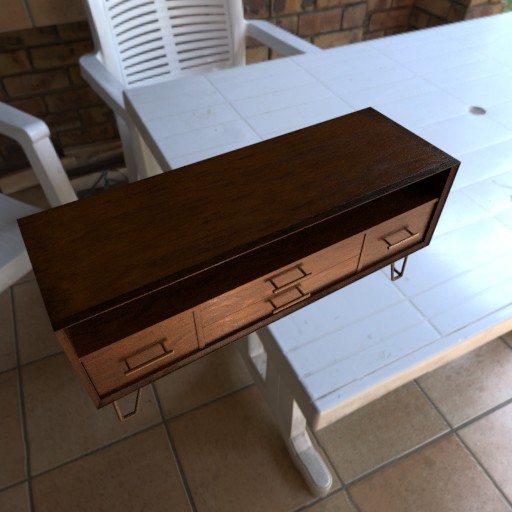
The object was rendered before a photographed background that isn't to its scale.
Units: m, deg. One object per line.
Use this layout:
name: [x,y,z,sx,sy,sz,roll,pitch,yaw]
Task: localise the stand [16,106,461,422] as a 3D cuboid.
stand: [0.000,0.000,1.635,1.372,0.610,0.481,-23,50,-21]
